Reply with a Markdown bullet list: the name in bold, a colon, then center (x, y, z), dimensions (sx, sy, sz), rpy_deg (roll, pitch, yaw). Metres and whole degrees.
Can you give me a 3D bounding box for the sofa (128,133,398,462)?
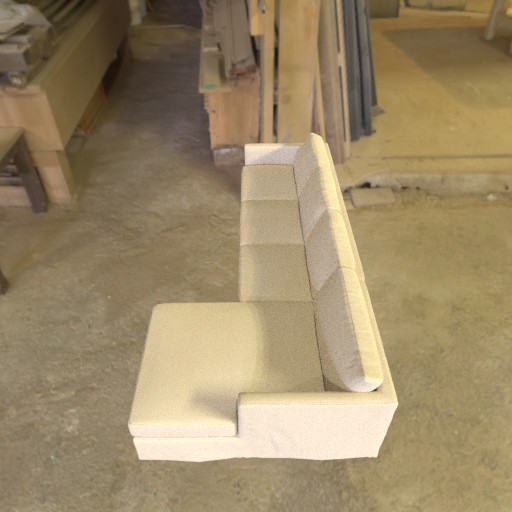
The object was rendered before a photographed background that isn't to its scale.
- **sofa**: center (0.000, 0.000, 3.867), dimensions (1.622, 0.871, 3.206), rpy_deg (0, 42, 0)
